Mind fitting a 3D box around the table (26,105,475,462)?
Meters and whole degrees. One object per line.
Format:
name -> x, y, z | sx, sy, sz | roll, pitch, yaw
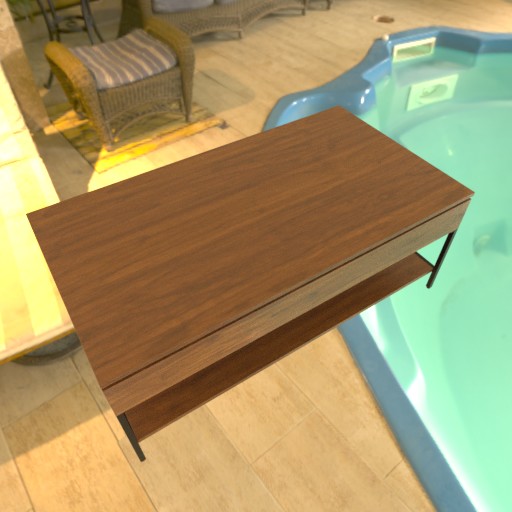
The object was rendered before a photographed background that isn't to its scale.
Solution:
table -> 0.000, 0.000, 1.333 | 1.057, 0.414, 0.574 | -25, 52, -22
